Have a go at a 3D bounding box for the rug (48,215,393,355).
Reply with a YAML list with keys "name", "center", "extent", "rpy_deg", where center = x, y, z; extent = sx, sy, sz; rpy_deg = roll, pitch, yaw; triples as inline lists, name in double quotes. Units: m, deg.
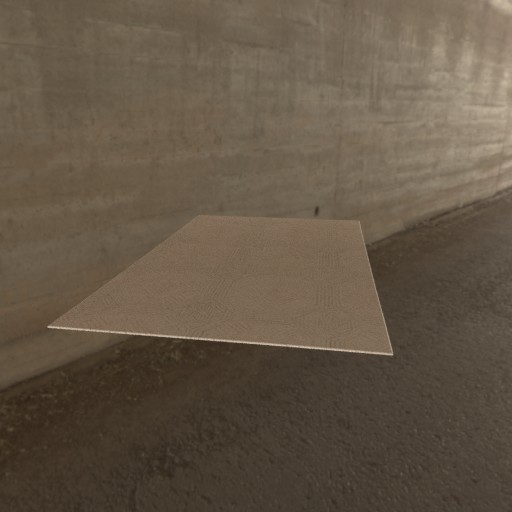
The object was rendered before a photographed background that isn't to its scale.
- name: "rug"
  center: [0.000, 0.000, 3.048]
  extent: [1.524, 0.008, 2.440]
  rpy_deg: [3, 18, 9]
